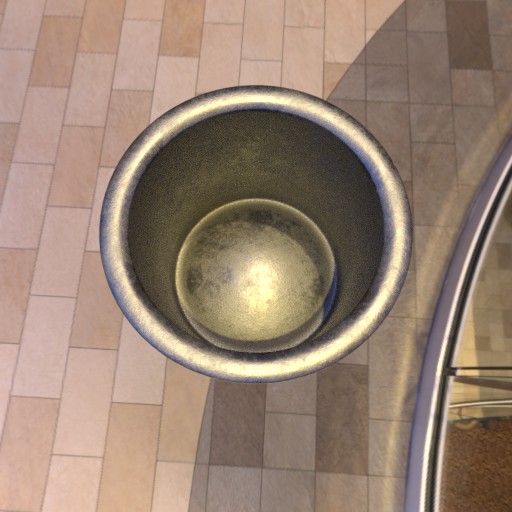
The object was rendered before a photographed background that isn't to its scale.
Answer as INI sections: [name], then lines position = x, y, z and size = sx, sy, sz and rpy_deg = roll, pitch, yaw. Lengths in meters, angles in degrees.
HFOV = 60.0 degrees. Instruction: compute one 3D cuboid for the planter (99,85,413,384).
[planter]
position = 0.000, 0.000, 0.227
size = 0.125, 0.112, 0.125
rpy_deg = 0, 75, 0
